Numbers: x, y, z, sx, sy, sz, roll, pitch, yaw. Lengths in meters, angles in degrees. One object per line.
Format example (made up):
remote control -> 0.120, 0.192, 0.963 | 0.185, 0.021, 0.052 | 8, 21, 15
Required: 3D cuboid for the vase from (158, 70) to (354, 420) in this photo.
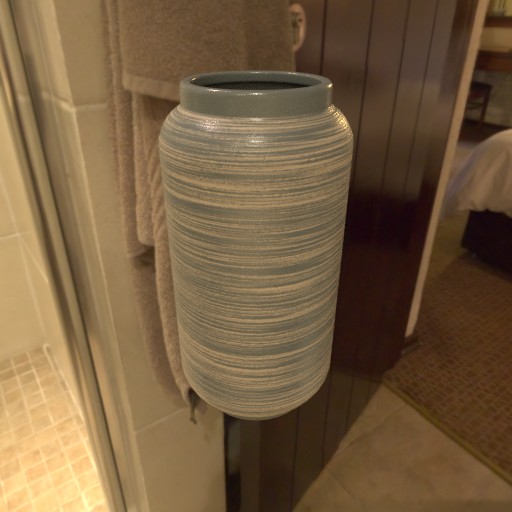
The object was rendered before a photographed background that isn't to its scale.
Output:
vase -> 0.000, 0.000, 0.308 | 0.116, 0.230, 0.116 | 0, 29, 0
